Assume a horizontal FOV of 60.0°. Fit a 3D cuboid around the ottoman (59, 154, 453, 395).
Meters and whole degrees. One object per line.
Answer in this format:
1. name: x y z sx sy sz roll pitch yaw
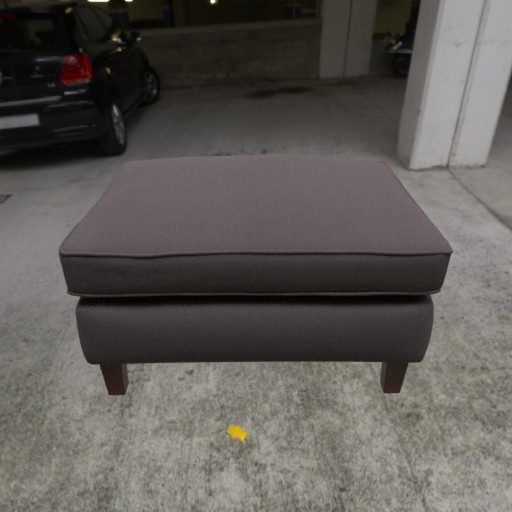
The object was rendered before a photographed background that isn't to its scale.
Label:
1. ottoman: 0.000 0.000 1.006 0.686 0.406 0.508 0 31 0
